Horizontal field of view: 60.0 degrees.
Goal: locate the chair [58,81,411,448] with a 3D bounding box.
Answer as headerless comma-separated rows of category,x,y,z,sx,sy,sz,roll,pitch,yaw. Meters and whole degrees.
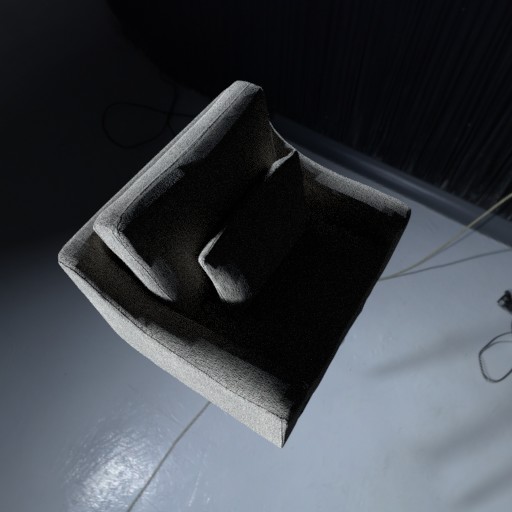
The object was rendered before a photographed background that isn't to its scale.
chair,0.000,0.000,1.956,1.009,1.037,1.138,29,63,16
